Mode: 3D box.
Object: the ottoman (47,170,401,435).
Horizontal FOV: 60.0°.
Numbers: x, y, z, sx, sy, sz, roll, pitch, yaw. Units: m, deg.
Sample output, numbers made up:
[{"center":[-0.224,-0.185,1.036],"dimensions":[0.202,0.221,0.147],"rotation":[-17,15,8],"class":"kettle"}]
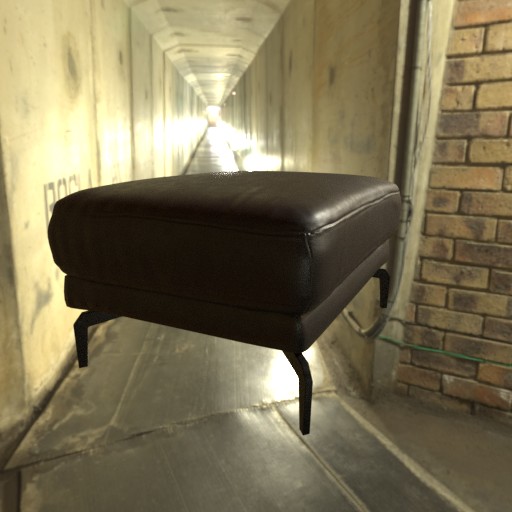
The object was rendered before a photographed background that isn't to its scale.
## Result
[{"center":[0.000,0.000,1.084],"dimensions":[0.570,0.402,0.764],"rotation":[7,15,26],"class":"ottoman"}]
